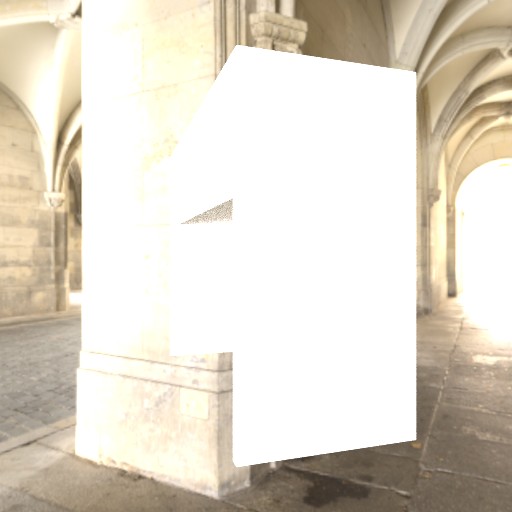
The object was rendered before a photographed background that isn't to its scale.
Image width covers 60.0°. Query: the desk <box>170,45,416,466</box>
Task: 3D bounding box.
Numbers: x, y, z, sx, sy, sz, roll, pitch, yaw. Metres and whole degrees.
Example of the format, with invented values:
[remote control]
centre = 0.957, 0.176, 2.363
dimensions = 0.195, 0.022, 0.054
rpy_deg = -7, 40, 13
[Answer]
[desk]
centre = 0.000, 0.000, 1.368
dimensions = 0.400, 0.790, 1.000
rpy_deg = 0, 0, -18
